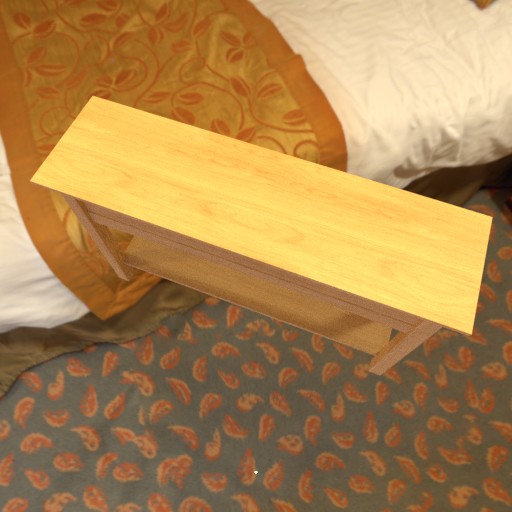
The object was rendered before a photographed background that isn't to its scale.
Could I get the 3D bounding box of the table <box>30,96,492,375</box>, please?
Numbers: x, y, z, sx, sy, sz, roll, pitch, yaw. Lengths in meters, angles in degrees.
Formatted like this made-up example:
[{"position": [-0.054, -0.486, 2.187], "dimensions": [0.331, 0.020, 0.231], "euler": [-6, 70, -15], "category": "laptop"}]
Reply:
[{"position": [0.000, 0.000, 1.555], "dimensions": [1.240, 0.730, 0.350], "euler": [19, 66, 9], "category": "table"}]
